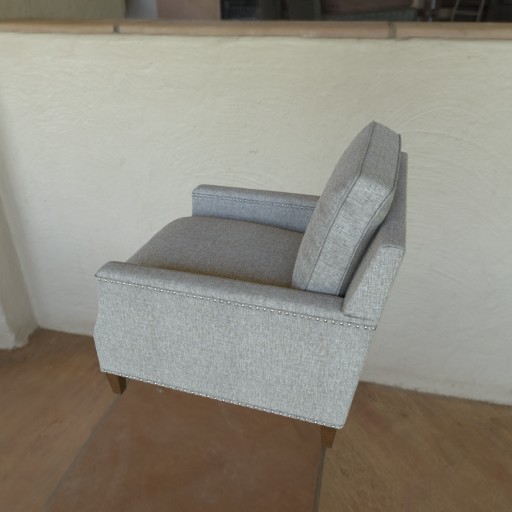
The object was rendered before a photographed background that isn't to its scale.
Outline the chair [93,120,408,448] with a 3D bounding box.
[{"bbox_3d":[0.000,0.000,1.707,1.014,0.943,0.853,9,31,15],"label":"chair"}]
